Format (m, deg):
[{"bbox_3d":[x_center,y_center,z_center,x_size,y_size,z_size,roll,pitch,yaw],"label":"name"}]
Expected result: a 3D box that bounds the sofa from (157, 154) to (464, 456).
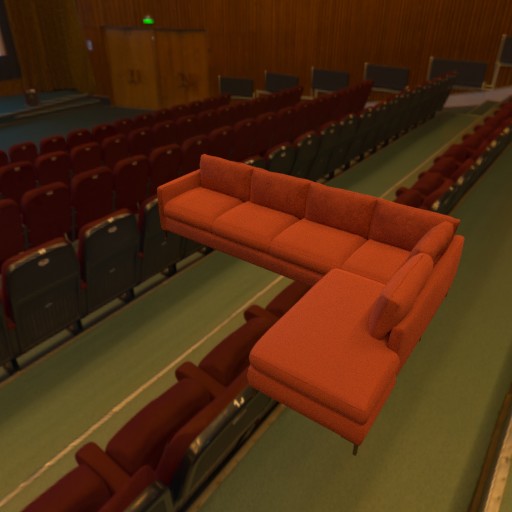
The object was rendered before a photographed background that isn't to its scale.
[{"bbox_3d":[0.000,0.000,3.568,2.736,0.757,1.879,21,37,30],"label":"sofa"}]
